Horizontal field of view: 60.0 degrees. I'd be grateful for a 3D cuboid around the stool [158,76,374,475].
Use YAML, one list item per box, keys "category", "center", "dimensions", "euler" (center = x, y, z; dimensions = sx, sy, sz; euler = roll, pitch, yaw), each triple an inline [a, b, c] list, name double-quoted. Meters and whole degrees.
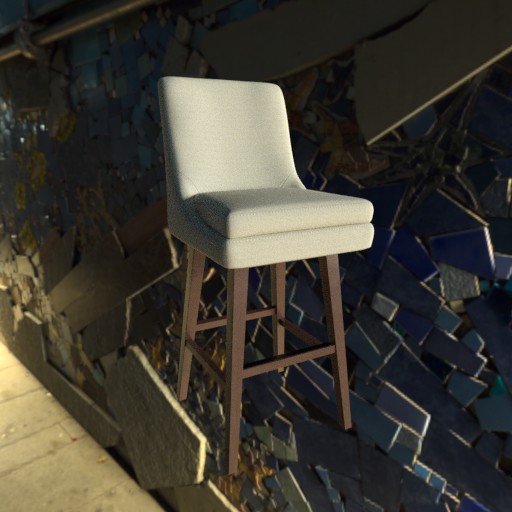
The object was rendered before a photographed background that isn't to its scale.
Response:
- category: "stool"
  center: [0.000, 0.000, 1.400]
  dimensions: [0.483, 1.093, 0.559]
  euler: [-8, 17, -28]
